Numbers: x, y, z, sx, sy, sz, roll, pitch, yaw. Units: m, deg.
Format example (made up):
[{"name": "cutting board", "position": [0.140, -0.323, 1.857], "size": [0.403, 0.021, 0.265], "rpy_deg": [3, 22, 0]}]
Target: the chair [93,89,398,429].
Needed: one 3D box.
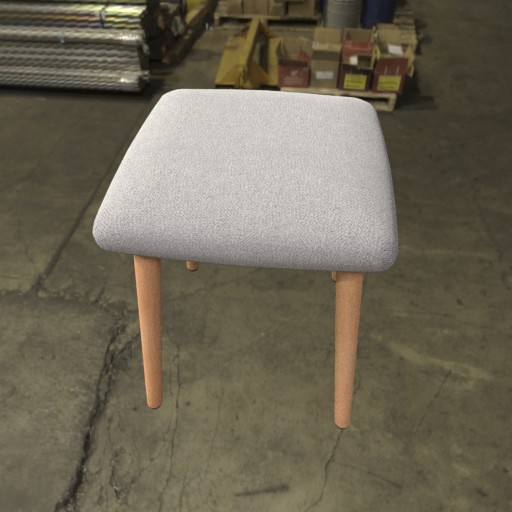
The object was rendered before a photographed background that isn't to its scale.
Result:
[{"name": "chair", "position": [0.000, 0.000, 0.711], "size": [0.350, 0.440, 0.350], "rpy_deg": [4, 46, 4]}]
